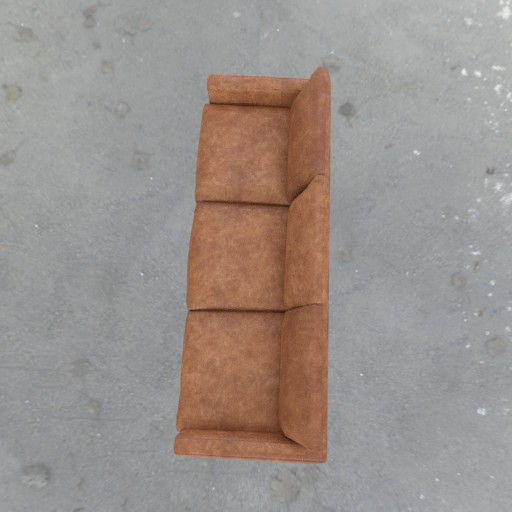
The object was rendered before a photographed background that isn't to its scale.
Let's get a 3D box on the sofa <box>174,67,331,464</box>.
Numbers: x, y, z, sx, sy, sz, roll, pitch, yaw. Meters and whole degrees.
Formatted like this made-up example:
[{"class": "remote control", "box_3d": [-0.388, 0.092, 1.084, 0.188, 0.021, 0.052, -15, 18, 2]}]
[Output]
[{"class": "sofa", "box_3d": [0.000, 0.000, 2.431, 0.748, 0.863, 2.029, 3, 76, 1]}]
